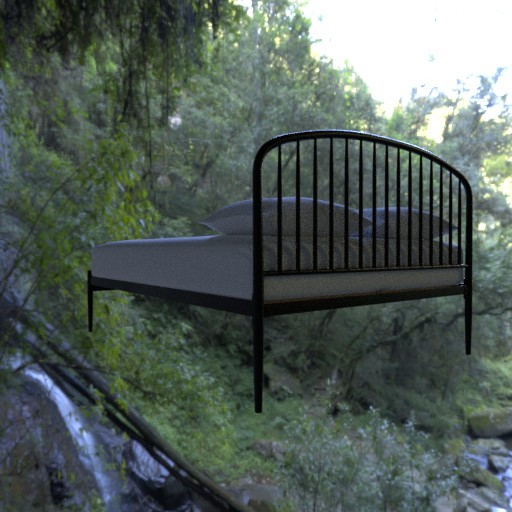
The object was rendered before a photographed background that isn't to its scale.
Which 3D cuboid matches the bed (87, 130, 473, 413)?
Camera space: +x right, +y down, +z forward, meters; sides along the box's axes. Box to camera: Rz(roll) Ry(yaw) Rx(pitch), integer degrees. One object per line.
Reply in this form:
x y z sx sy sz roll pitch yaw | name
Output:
0.000 0.000 3.007 1.618 1.166 2.159 0 1 -37 | bed
